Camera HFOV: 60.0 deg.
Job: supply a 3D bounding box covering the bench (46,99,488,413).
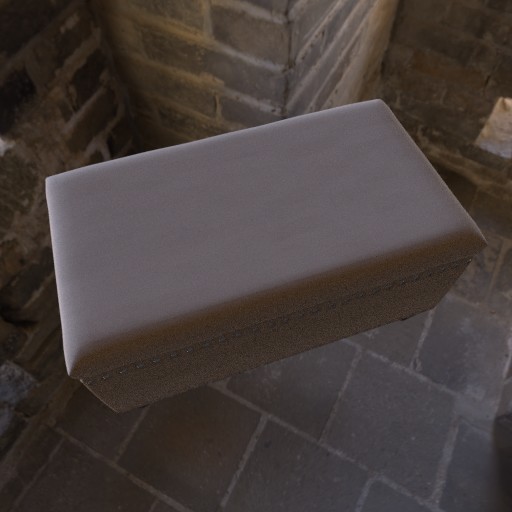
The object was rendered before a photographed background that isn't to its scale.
[{"bbox_3d":[0.000,0.000,1.158,0.887,0.449,0.500,-16,59,-10],"label":"bench"}]
